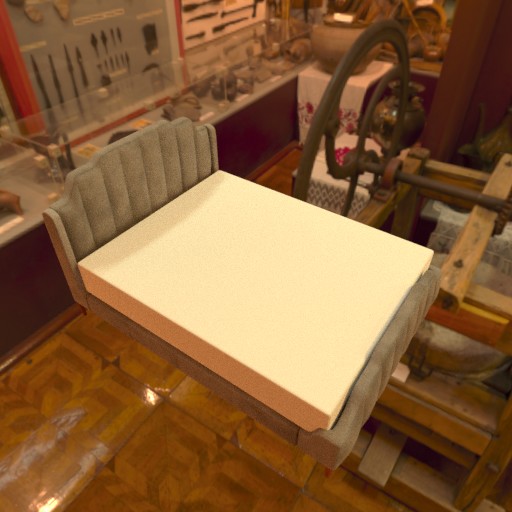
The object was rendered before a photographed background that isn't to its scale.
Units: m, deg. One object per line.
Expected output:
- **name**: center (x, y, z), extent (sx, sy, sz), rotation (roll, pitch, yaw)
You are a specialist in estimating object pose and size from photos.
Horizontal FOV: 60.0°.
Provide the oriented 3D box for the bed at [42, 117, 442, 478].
- **bed**: center (0.000, 0.000, 3.206), extent (2.340, 1.245, 1.676), rotation (25, 47, 26)
